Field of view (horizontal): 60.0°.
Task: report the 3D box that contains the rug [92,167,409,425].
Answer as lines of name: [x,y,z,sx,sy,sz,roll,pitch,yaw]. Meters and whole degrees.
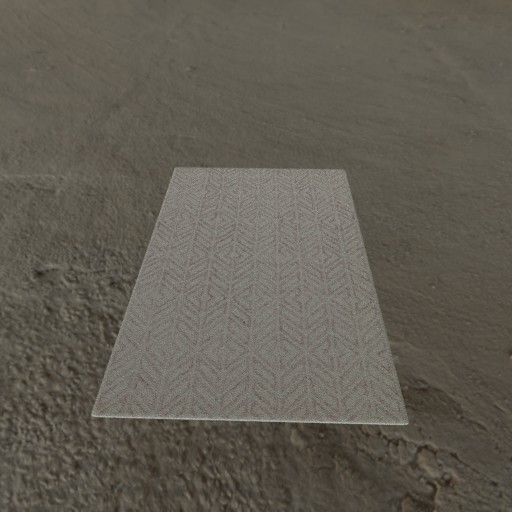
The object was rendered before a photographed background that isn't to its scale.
rug: [0.000,0.000,3.045,1.523,0.008,2.438,1,40,1]
